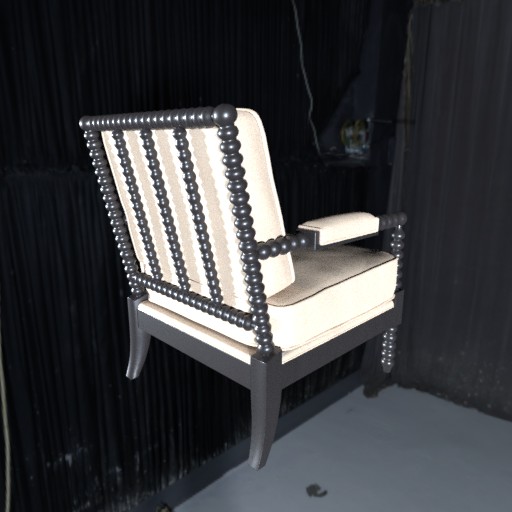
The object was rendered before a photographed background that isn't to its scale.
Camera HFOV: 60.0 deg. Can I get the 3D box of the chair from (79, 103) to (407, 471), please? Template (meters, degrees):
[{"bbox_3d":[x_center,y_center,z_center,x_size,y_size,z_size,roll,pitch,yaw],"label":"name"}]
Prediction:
[{"bbox_3d":[0.000,0.000,1.158,0.657,0.703,0.555,-14,20,-43],"label":"chair"}]
